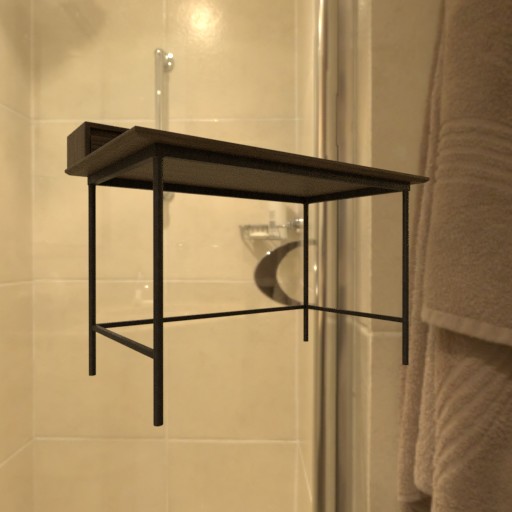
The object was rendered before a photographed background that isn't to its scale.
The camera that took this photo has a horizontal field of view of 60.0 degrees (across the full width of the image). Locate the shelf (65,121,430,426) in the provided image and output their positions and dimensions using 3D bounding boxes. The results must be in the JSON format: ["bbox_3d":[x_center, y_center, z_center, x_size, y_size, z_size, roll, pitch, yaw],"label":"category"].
[{"bbox_3d":[0.000,0.000,1.684,1.212,0.865,0.685,0,0,-36],"label":"shelf"}]
